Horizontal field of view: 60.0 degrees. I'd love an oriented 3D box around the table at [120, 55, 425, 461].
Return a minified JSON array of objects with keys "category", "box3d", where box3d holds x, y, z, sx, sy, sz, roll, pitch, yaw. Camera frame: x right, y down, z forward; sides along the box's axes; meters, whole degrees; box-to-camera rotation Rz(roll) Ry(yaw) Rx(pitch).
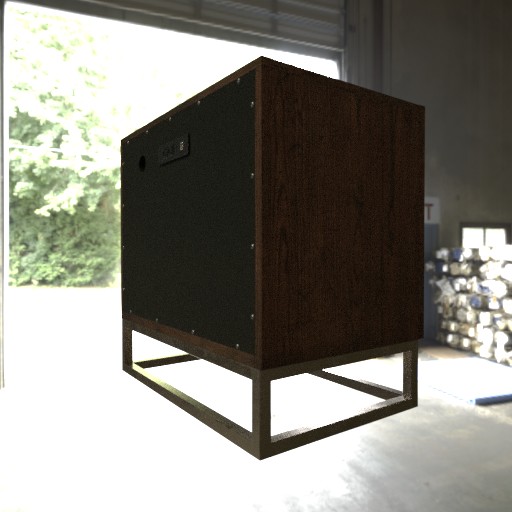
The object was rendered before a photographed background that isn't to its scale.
[{"category":"table","box3d":[0.000,0.000,1.274,0.542,0.746,0.767,-1,1,-36]}]
